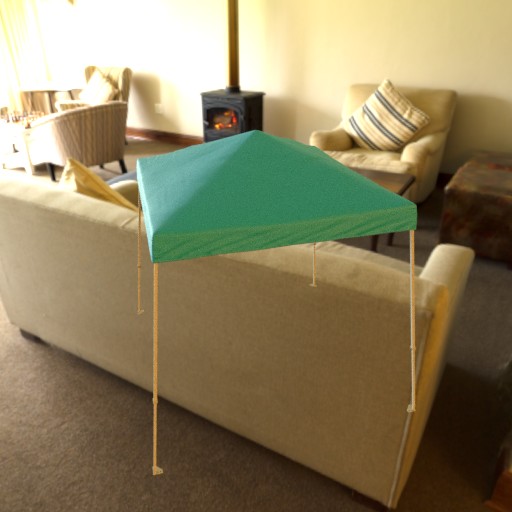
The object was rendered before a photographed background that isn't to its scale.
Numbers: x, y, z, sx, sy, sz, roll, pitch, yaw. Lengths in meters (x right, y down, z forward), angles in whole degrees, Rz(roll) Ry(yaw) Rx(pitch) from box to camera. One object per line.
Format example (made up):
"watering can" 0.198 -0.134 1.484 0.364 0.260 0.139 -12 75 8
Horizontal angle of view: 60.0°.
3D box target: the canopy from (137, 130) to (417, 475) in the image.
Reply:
"canopy" 0.000 0.000 5.113 2.850 2.850 2.849 -8 28 -14
